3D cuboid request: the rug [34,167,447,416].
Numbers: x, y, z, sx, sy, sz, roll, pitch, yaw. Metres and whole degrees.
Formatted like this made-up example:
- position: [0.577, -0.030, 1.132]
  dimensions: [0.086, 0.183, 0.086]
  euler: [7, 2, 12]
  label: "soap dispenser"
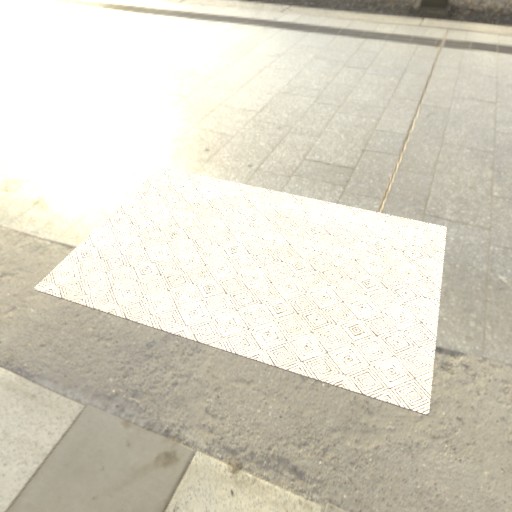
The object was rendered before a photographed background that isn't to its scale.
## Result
- position: [0.000, 0.000, 2.248]
  dimensions: [1.783, 0.008, 1.175]
  euler: [14, 44, 15]
  label: "rug"
